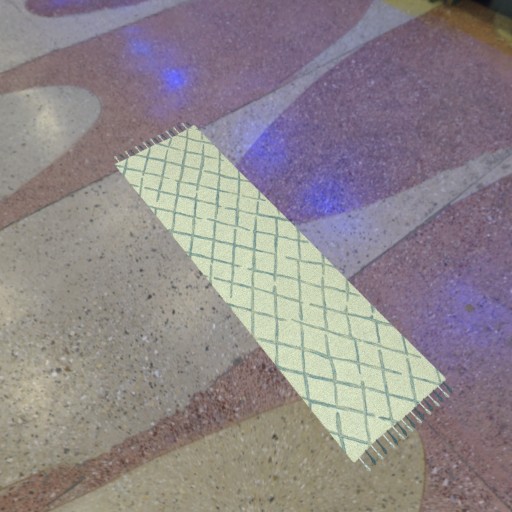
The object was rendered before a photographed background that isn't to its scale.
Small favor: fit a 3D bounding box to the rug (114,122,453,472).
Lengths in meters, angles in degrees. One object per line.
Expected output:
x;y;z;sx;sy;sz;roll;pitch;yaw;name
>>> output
0.000;0.000;2.526;0.620;0.008;2.372;-33;64;-19;rug
